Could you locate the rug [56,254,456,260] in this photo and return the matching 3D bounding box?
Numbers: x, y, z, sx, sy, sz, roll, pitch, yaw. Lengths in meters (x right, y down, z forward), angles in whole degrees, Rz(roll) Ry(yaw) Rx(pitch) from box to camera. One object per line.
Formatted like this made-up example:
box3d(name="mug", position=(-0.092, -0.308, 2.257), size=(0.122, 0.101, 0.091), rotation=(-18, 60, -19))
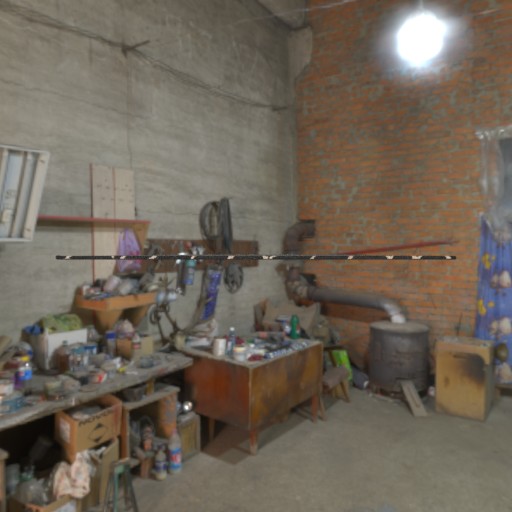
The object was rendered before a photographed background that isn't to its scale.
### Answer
box3d(name="rug", position=(0.000, 0.000, 2.249), size=(1.223, 0.013, 1.830), rotation=(0, 0, 0))
